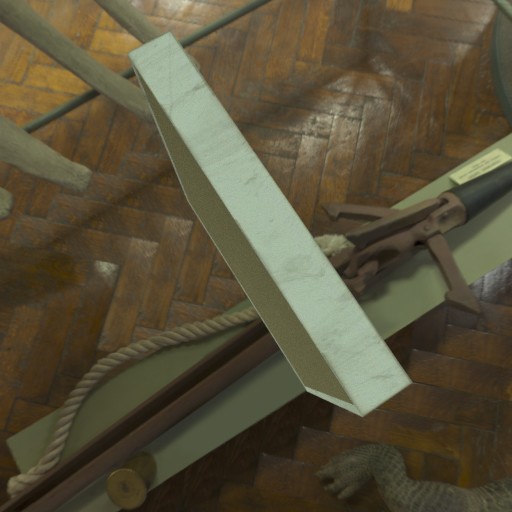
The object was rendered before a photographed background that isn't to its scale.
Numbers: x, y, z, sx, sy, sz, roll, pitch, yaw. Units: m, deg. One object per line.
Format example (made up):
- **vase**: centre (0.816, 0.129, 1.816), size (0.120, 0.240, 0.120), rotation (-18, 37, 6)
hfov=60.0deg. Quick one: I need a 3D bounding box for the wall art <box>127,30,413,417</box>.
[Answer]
- **wall art**: centre (0.000, 0.000, 0.450), size (0.038, 0.303, 0.305), rotation (-31, 78, -7)
